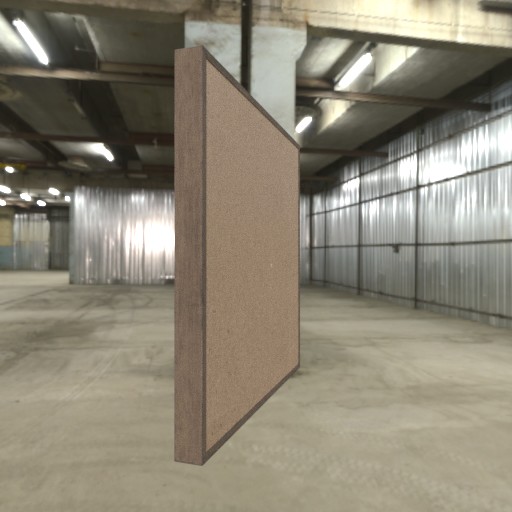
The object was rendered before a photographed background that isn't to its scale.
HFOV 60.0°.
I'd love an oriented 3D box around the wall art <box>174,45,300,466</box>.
[{"bbox_3d":[0.000,0.000,0.781,0.038,0.508,0.508,0,0,19],"label":"wall art"}]
